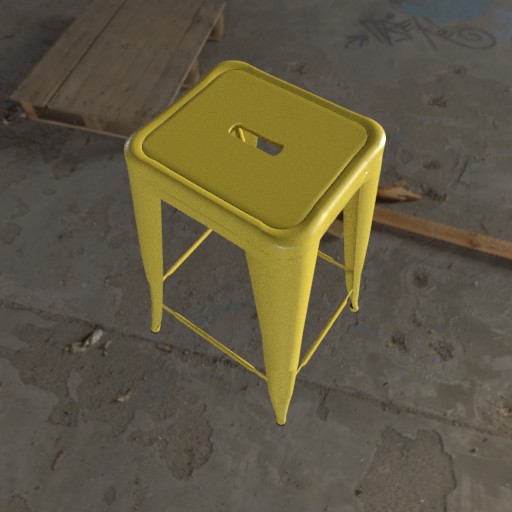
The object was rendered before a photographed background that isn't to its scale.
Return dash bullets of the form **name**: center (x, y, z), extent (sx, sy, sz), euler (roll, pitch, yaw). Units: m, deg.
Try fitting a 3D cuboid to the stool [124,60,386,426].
- **stool**: center (0.000, 0.000, 0.855), extent (0.399, 0.609, 0.359), euler (31, 63, 18)
